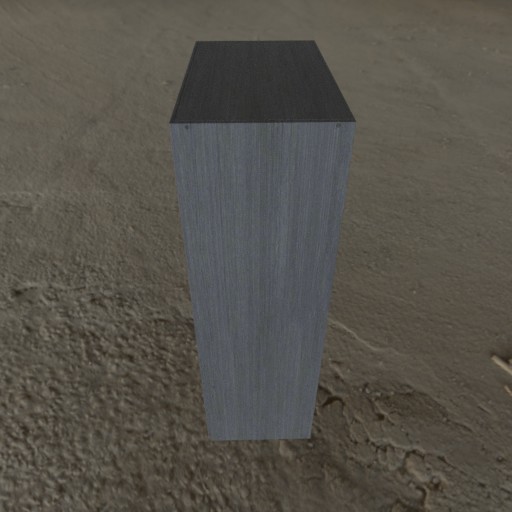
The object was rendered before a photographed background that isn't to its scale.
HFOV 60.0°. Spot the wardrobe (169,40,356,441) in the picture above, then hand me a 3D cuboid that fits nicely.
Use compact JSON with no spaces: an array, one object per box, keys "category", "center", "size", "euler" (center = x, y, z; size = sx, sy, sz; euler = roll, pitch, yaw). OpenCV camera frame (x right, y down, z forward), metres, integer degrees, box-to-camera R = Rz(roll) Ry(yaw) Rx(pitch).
[{"category":"wardrobe","center":[0.000,0.000,2.268],"size":[0.577,1.808,0.991],"euler":[-1,39,-1]}]
